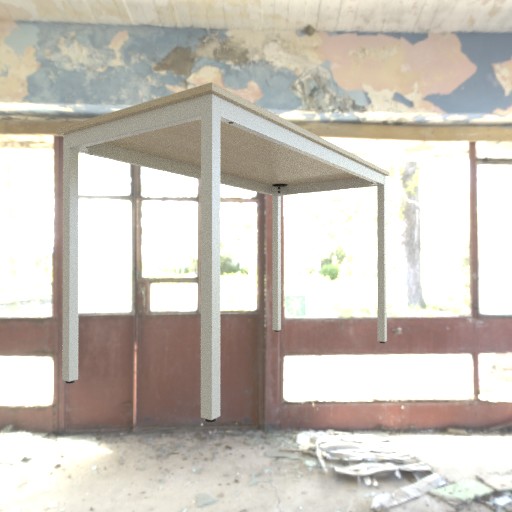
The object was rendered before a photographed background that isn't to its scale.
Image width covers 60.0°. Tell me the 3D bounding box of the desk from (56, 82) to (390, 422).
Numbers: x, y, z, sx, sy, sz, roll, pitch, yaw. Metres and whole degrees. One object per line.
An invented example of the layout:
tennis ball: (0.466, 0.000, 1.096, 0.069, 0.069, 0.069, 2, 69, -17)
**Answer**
desk: (0.000, 0.000, 1.625, 0.600, 0.750, 1.200, 0, -1, 35)
